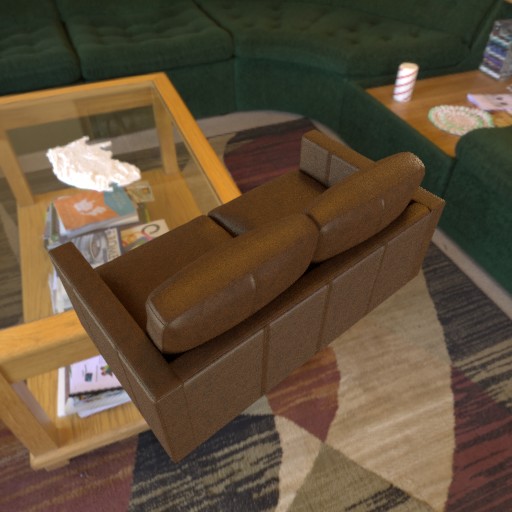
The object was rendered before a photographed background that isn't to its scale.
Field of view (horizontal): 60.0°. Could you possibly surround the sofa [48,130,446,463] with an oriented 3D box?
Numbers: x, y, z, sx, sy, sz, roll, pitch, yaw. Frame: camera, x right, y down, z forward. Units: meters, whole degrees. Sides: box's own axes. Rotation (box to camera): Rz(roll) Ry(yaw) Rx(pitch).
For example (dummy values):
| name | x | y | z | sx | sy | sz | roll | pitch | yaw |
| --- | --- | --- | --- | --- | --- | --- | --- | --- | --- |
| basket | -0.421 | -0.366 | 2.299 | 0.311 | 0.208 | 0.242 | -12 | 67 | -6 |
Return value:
| name | x | y | z | sx | sy | sz | roll | pitch | yaw |
| --- | --- | --- | --- | --- | --- | --- | --- | --- | --- |
| sofa | 0.000 | 0.000 | 2.121 | 1.578 | 0.951 | 0.909 | -30 | 53 | -27 |
